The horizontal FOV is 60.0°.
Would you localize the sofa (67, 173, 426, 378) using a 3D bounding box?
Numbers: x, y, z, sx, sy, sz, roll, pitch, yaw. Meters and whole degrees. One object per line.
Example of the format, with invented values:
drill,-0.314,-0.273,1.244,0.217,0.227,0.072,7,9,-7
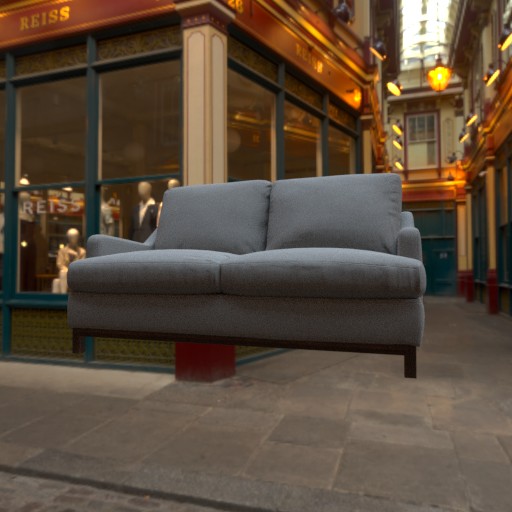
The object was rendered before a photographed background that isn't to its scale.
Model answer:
sofa,0.000,0.000,2.284,1.589,0.921,0.987,0,-1,18
